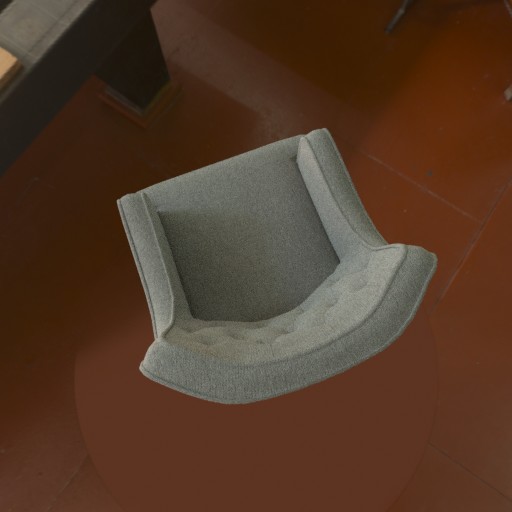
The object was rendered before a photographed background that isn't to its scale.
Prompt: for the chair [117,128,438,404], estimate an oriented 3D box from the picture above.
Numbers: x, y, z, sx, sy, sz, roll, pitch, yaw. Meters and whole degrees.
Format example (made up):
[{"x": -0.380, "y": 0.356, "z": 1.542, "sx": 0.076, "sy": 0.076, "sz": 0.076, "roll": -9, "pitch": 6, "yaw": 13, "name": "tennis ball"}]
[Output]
[{"x": 0.000, "y": 0.000, "z": 1.598, "sx": 0.820, "sy": 0.920, "sz": 0.910, "roll": -20, "pitch": 77, "yaw": -5, "name": "chair"}]
